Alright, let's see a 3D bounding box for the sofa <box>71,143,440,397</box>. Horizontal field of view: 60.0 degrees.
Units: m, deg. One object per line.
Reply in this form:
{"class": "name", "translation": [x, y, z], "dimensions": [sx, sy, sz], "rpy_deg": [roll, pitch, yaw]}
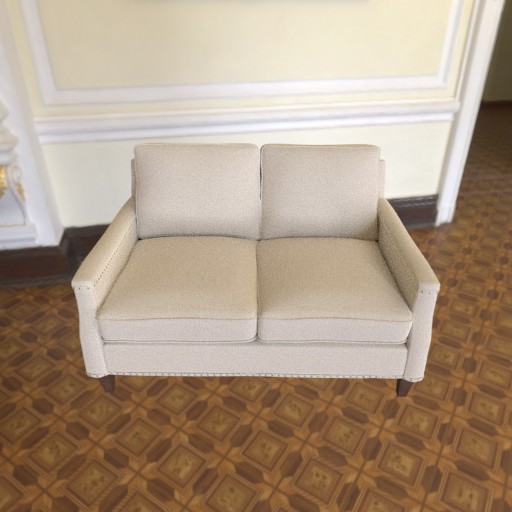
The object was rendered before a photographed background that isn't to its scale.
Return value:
{"class": "sofa", "translation": [0.000, 0.000, 2.347], "dimensions": [1.597, 1.003, 1.084], "rpy_deg": [1, 31, 1]}
